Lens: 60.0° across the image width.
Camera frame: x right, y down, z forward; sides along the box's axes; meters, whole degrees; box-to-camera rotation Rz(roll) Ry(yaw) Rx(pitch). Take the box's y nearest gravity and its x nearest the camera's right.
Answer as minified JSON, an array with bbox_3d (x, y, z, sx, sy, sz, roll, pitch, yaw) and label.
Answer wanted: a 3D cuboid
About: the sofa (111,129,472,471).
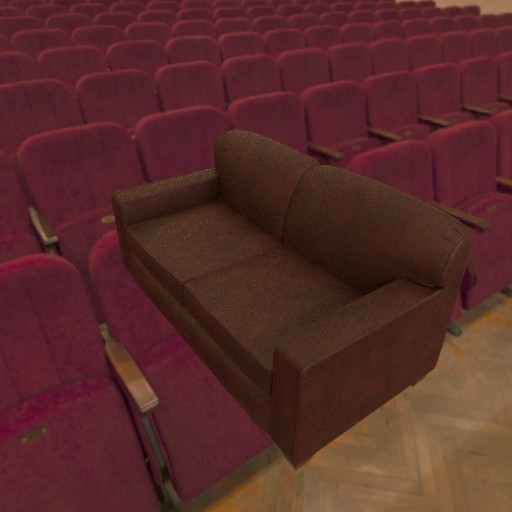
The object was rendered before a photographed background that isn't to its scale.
[{"bbox_3d":[0.000,0.000,2.451,1.000,0.966,1.856,-21,37,-30],"label":"sofa"}]
